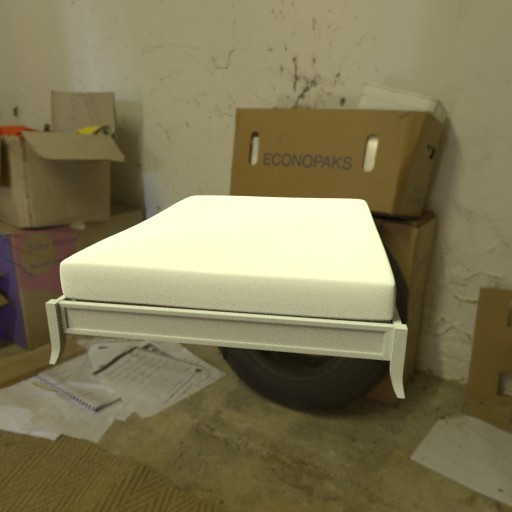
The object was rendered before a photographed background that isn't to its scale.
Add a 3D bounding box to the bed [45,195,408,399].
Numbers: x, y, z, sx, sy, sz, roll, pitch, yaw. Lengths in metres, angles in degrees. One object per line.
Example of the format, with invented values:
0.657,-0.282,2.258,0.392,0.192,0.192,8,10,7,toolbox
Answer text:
0.000,0.000,2.863,1.604,0.510,2.108,3,17,9,bed
